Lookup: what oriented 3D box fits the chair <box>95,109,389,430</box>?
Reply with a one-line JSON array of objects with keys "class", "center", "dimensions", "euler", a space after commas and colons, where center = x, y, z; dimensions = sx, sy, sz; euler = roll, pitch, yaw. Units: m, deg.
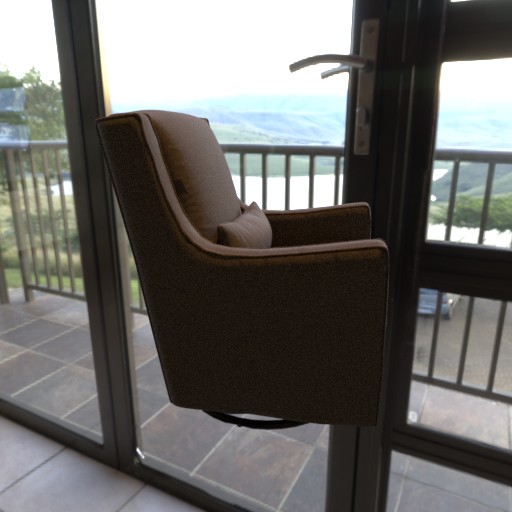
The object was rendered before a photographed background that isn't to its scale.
[{"class": "chair", "center": [0.000, 0.000, 1.583], "dimensions": [0.879, 0.993, 0.732], "euler": [3, 16, 9]}]
